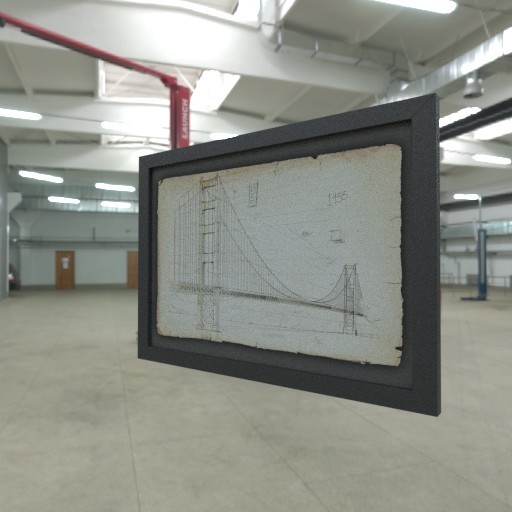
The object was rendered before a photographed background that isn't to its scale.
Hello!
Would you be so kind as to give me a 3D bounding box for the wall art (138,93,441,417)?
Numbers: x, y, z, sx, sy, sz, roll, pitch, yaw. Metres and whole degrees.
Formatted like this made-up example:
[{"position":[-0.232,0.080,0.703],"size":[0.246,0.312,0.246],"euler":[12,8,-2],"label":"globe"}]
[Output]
[{"position":[0.000,0.000,0.551],"size":[0.432,0.306,0.016],"euler":[-1,-1,36],"label":"wall art"}]
